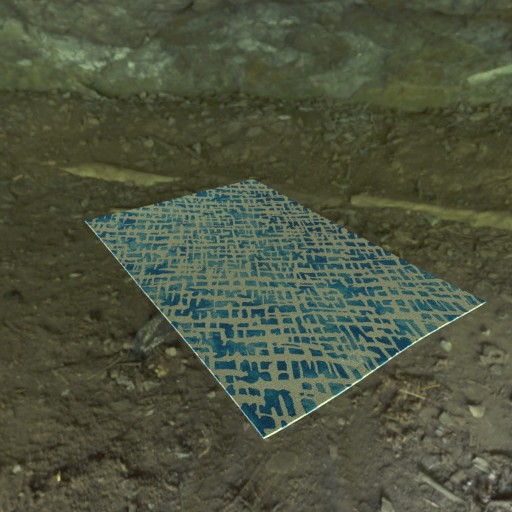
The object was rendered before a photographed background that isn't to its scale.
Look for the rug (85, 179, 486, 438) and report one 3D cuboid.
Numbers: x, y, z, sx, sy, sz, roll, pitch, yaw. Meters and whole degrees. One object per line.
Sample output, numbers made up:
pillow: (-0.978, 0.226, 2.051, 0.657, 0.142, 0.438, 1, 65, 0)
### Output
rug: (0.000, 0.000, 2.290, 1.209, 0.011, 1.830, -20, 36, -29)
